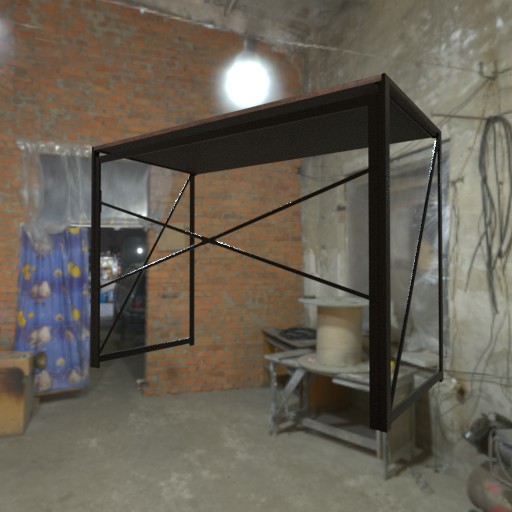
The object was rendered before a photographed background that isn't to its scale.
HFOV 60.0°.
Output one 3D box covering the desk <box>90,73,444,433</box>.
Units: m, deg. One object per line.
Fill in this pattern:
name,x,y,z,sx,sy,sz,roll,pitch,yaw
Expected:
desk,0.000,0.000,1.417,1.015,0.747,0.505,-1,-1,35
